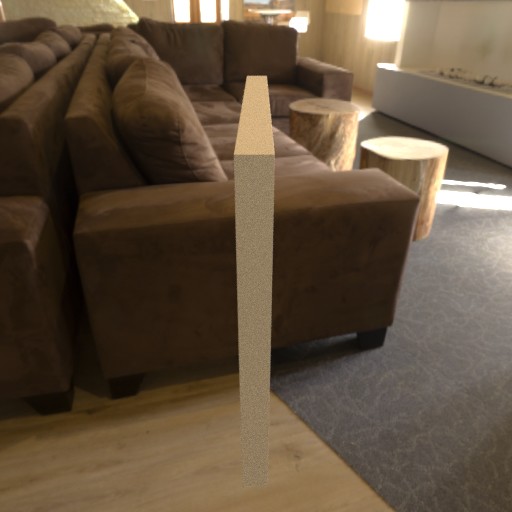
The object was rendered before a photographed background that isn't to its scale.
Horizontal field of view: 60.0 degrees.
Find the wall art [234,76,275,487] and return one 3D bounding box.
[{"bbox_3d":[0.000,0.000,0.759,0.038,0.508,0.507,0,30,0],"label":"wall art"}]
